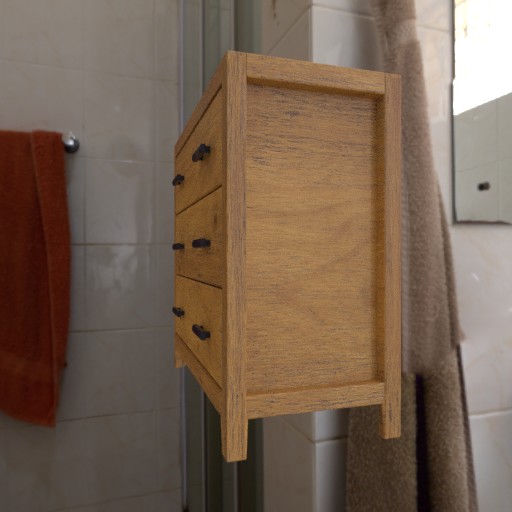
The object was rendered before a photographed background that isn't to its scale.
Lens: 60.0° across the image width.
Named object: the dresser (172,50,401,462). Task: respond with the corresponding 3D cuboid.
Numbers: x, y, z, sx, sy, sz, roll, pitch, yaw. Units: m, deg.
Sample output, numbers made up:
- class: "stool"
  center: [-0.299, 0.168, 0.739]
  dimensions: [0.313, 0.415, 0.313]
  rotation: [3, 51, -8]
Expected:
- class: "dresser"
  center: [0.000, 0.000, 1.301]
  dimensions: [0.427, 0.804, 0.804]
  rotation: [0, 0, -18]
